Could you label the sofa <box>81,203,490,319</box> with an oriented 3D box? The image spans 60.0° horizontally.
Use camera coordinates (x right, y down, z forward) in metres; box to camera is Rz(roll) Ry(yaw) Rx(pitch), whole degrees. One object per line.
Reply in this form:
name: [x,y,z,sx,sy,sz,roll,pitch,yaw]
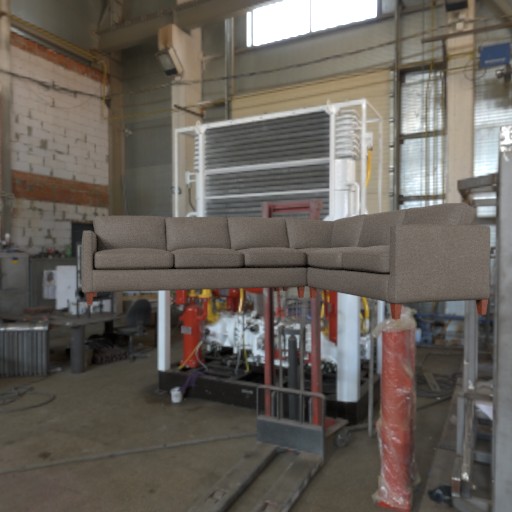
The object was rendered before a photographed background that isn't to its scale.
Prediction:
sofa: [0.000,0.000,4.370,3.302,0.947,2.593,0,1,-17]
